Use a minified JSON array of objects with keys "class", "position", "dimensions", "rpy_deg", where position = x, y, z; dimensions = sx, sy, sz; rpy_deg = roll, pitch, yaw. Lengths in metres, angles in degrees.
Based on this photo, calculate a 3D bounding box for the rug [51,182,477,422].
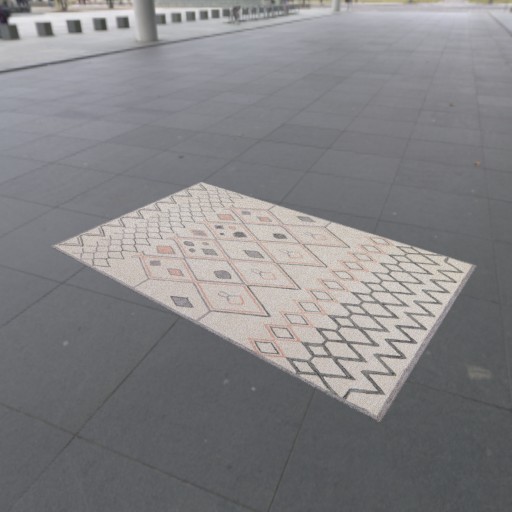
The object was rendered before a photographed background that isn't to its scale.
[{"class":"rug","position":[0.000,0.000,2.984],"dimensions":[2.438,0.015,1.524],"rpy_deg":[21,37,31]}]
